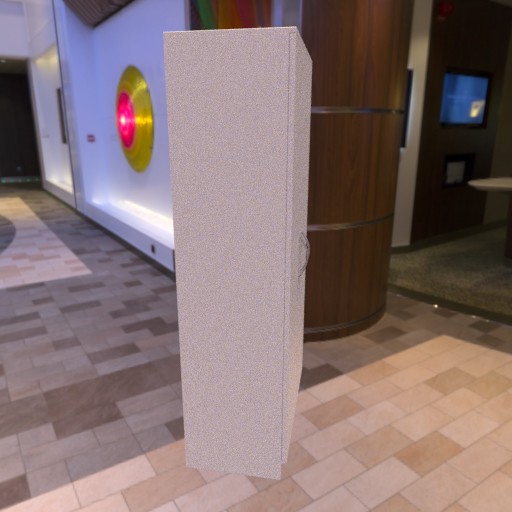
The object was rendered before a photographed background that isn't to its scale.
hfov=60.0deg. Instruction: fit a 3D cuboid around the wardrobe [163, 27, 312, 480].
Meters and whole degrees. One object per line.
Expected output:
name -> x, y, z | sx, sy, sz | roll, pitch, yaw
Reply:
wardrobe -> 0.000, 0.000, 1.987 | 0.470, 1.700, 0.760 | 3, 17, 10
